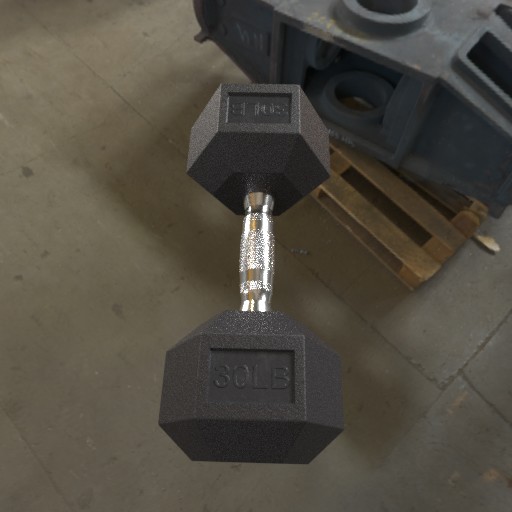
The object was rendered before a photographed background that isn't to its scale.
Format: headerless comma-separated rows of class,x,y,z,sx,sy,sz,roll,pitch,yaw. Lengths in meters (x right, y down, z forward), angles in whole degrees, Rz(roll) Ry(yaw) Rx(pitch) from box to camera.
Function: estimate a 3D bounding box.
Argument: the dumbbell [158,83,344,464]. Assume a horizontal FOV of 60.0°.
dumbbell,0.000,0.000,0.398,0.142,0.123,0.337,1,65,1
